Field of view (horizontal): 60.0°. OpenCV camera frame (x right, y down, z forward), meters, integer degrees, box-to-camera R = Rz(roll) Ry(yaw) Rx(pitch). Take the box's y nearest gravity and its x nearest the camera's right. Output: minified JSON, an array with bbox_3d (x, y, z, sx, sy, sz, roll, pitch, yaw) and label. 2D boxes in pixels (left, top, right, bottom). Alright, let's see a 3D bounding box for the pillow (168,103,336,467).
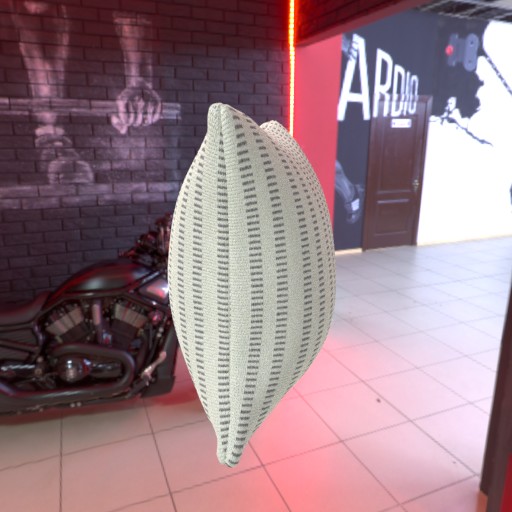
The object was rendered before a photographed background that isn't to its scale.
[{"bbox_3d":[0.000,0.000,0.684,0.247,0.419,0.438,2,15,9],"label":"pillow"}]
